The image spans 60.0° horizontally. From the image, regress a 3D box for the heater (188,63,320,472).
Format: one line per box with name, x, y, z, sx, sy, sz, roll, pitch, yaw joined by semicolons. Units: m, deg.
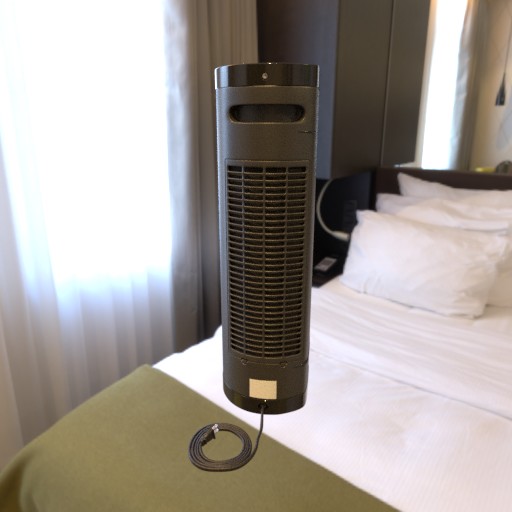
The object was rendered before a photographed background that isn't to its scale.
heater;0.000;0.000;0.688;0.174;0.552;0.312;3;17;8
